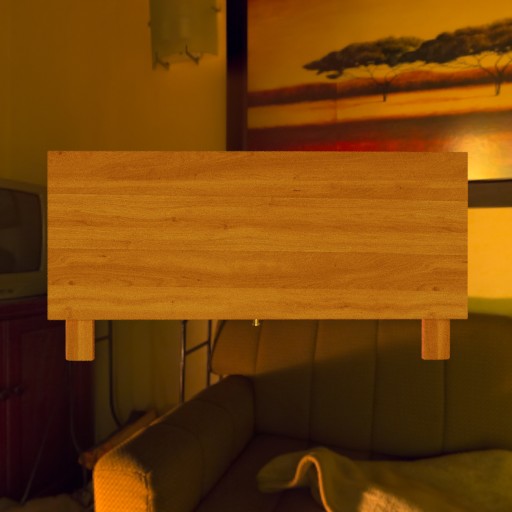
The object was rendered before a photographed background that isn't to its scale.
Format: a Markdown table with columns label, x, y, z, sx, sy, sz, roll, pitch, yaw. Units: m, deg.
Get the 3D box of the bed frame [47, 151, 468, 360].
| label | x | y | z | sx | sy | sz | roll | pitch | yaw |
| --- | --- | --- | --- | --- | --- | --- | --- | --- | --- |
| bed frame | 0.000 | 0.000 | 3.018 | 1.872 | 0.940 | 2.092 | 0 | 0 | -1 |
